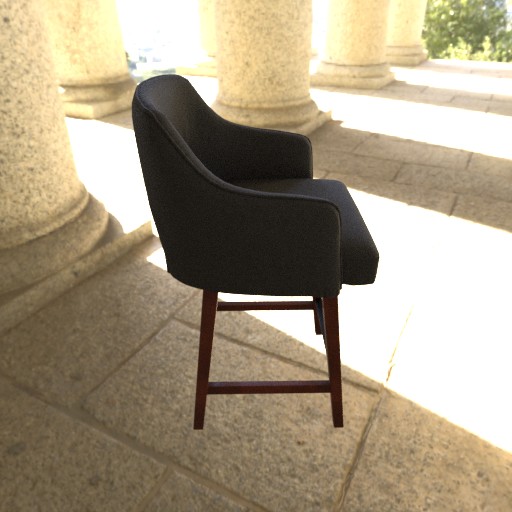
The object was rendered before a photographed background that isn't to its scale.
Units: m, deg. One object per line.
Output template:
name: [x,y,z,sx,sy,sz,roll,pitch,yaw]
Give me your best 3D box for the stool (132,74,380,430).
stool: [0.000,0.000,1.236,0.558,0.912,0.548,-1,31,-1]
